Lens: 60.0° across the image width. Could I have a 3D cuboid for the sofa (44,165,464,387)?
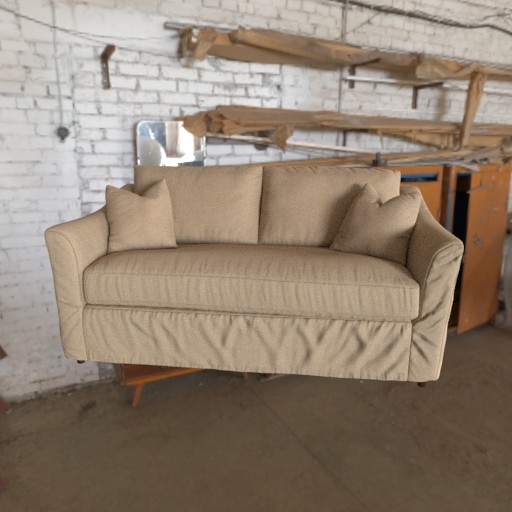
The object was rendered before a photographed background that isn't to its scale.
[{"bbox_3d":[0.000,0.000,2.599,2.010,1.018,1.072,2,14,8],"label":"sofa"}]
